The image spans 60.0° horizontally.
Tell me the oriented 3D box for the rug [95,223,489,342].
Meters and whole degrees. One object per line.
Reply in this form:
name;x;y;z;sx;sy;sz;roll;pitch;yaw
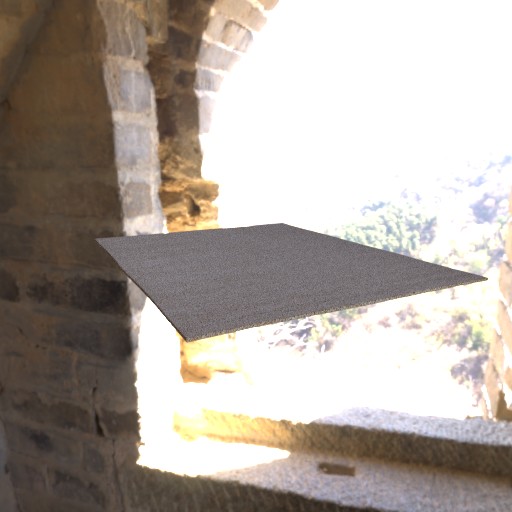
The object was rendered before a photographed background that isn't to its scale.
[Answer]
rug;0.000;0.000;4.098;2.400;0.026;3.000;-7;15;-27
